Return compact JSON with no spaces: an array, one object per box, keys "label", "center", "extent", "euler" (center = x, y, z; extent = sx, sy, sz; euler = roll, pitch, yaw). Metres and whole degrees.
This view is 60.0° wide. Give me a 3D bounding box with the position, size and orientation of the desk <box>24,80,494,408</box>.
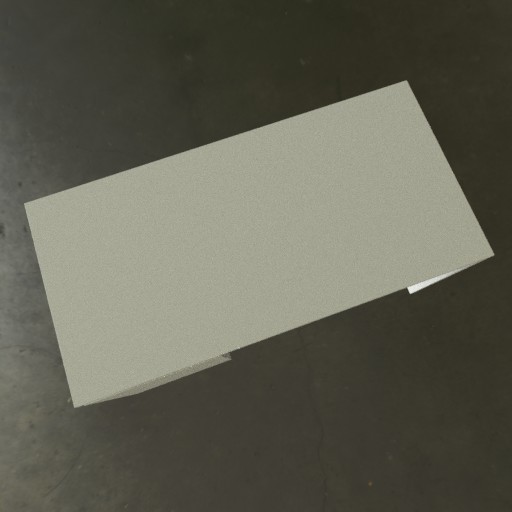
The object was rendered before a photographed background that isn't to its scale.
[{"label":"desk","center":[0.000,0.000,1.820],"extent":[1.400,0.740,0.690],"euler":[-19,77,-5]}]
